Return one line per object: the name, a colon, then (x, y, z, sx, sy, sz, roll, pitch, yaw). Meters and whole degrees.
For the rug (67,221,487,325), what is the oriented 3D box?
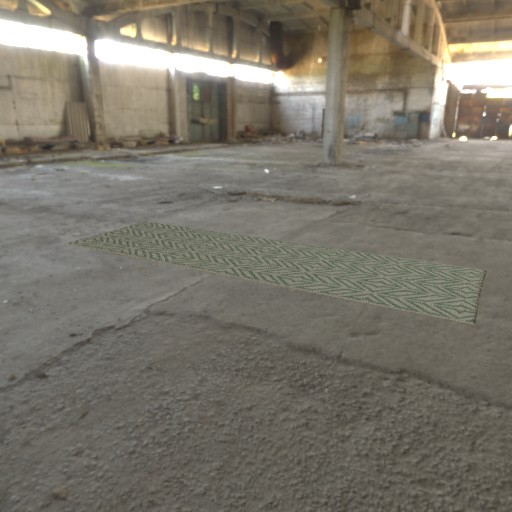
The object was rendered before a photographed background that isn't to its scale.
rug: (0.000, 0.000, 2.650, 2.435, 0.009, 0.750, 10, 20, 28)
